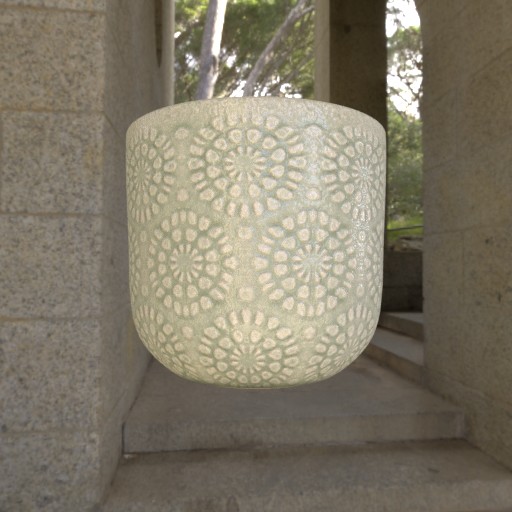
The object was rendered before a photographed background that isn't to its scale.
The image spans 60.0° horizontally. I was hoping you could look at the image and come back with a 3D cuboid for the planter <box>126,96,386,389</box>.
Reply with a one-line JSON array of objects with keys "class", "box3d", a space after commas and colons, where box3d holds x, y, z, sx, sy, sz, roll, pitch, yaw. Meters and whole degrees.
[{"class": "planter", "box3d": [0.000, 0.000, 0.299, 0.169, 0.153, 0.169, 0, -1, 0]}]
